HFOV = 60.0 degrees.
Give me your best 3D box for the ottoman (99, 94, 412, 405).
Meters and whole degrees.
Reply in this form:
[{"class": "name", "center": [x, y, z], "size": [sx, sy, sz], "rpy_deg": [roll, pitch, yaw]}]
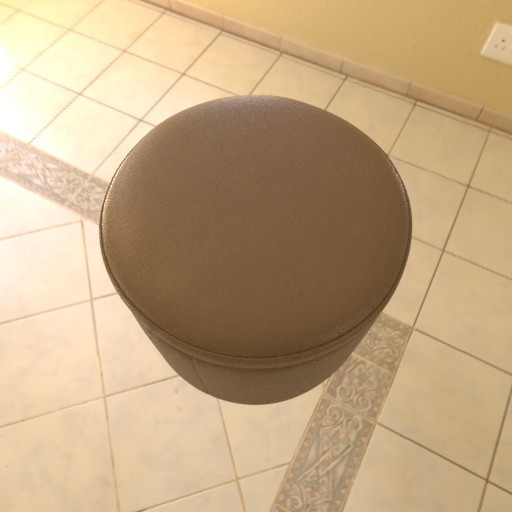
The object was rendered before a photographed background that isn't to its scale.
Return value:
[{"class": "ottoman", "center": [0.000, 0.000, 0.856], "size": [0.500, 0.409, 0.500], "rpy_deg": [0, 63, 0]}]
